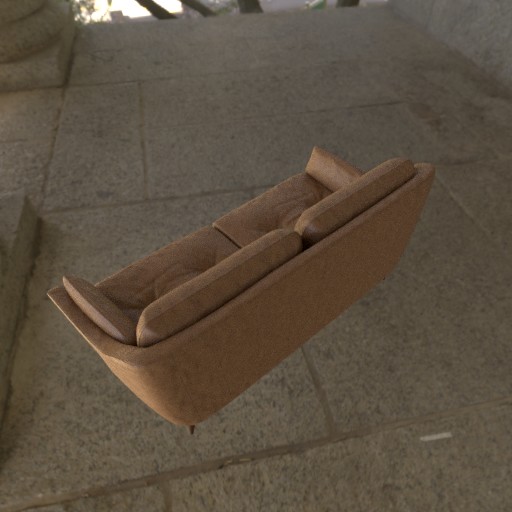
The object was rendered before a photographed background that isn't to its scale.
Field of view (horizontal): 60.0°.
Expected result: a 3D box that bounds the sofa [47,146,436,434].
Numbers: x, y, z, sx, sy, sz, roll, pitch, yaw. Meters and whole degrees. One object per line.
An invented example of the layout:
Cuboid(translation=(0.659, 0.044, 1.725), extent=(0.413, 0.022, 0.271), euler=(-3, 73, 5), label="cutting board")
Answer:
Cuboid(translation=(0.000, 0.000, 2.367), extent=(1.902, 0.839, 0.904), euler=(-32, 54, -28), label="sofa")
